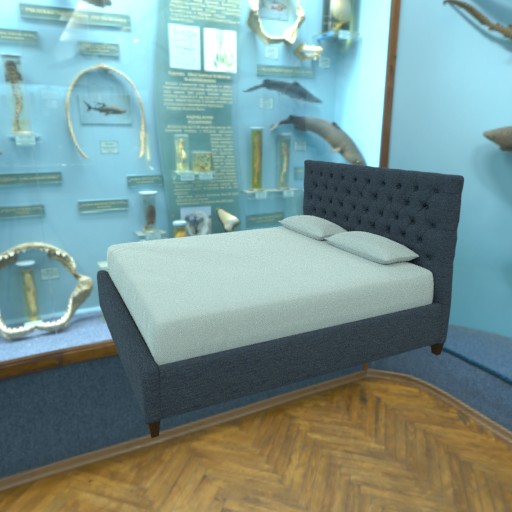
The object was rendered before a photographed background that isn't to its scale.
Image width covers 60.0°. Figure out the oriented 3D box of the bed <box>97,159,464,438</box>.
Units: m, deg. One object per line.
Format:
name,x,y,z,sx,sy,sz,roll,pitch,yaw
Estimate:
bed,0.000,0.000,3.746,2.387,1.427,2.078,-7,17,-25
